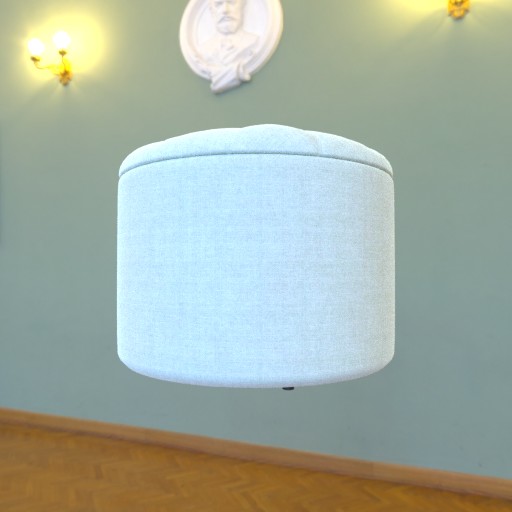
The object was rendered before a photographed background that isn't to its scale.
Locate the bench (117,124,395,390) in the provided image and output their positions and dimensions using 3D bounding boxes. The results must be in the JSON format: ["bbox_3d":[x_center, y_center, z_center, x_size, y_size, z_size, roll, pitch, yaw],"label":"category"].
[{"bbox_3d":[0.000,0.000,1.004,0.600,0.453,0.600,0,-1,0],"label":"bench"}]
